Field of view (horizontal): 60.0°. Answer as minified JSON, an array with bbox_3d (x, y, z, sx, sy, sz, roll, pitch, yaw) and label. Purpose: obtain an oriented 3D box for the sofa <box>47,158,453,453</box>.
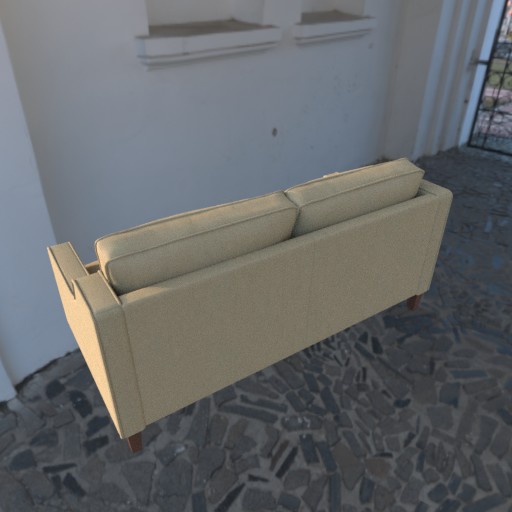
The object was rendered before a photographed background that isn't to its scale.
[{"bbox_3d":[0.000,0.000,2.739,2.178,1.071,1.066,-19,36,-28],"label":"sofa"}]
